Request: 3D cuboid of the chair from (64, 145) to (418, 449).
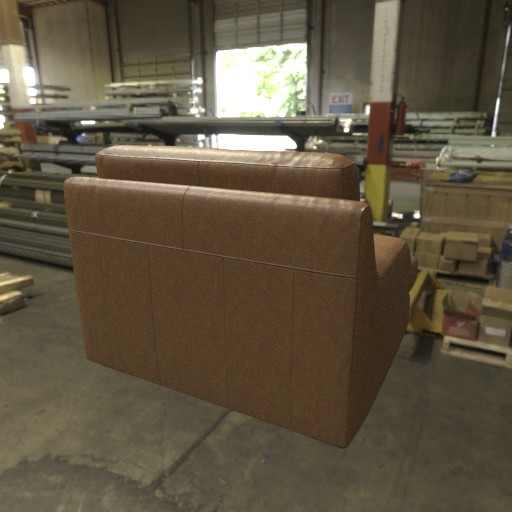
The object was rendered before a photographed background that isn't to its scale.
[{"bbox_3d":[0.000,0.000,1.980,1.276,0.978,1.050,9,20,27],"label":"chair"}]
